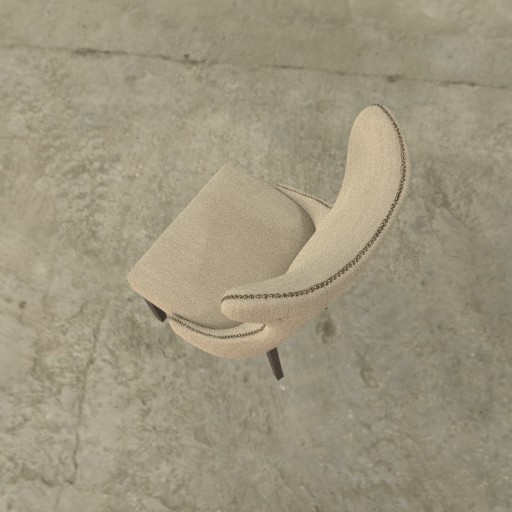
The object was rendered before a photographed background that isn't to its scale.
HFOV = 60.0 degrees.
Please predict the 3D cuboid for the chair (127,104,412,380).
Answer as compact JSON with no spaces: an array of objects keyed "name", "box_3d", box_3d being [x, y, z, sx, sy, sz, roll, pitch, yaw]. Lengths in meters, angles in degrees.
[{"name":"chair","box_3d":[0.000,0.000,1.366,0.635,0.967,0.628,31,68,14]}]
